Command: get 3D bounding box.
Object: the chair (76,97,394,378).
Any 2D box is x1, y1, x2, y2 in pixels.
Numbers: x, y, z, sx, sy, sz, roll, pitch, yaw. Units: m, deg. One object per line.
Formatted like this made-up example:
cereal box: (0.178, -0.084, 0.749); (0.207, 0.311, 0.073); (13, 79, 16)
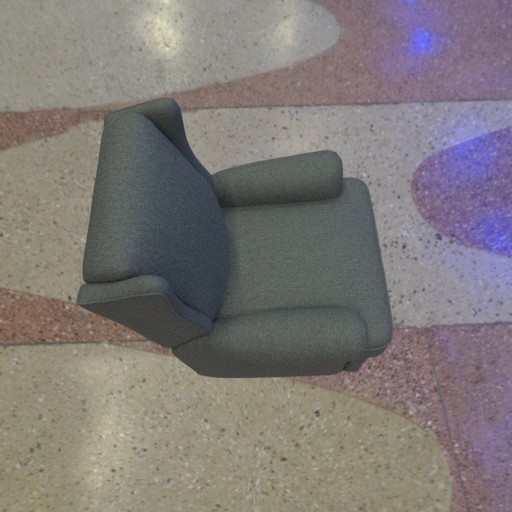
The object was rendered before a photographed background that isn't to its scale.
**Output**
chair: (0.000, 0.000, 1.681); (0.969, 1.011, 0.847); (-2, 64, -1)
